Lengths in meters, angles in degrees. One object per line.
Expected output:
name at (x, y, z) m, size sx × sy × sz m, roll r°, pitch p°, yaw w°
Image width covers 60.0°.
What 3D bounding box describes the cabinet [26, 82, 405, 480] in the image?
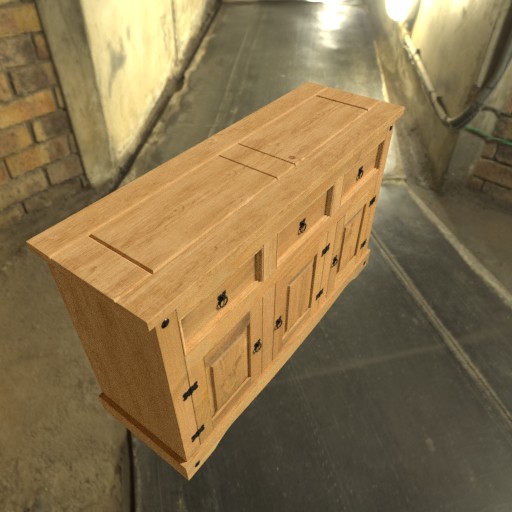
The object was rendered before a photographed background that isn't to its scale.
cabinet at (0.000, 0.000, 1.661) m, size 0.432 × 0.810 × 1.321 m, roll 26°, pitch 48°, yaw 26°
